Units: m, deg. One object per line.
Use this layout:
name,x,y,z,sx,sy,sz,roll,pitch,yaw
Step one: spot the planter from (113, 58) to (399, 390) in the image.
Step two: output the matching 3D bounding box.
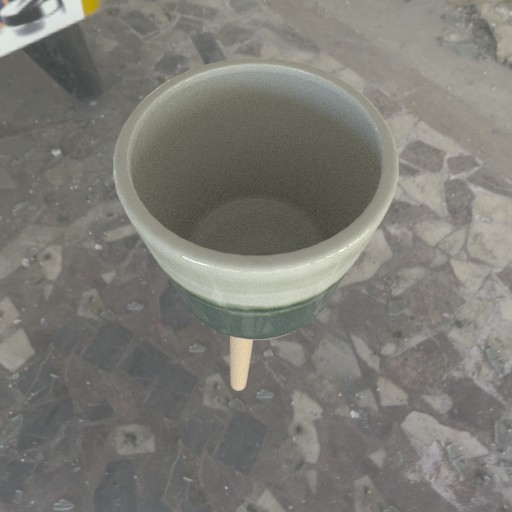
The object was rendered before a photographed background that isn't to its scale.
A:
planter,0.000,0.000,0.479,0.217,0.331,0.217,-3,60,-2
